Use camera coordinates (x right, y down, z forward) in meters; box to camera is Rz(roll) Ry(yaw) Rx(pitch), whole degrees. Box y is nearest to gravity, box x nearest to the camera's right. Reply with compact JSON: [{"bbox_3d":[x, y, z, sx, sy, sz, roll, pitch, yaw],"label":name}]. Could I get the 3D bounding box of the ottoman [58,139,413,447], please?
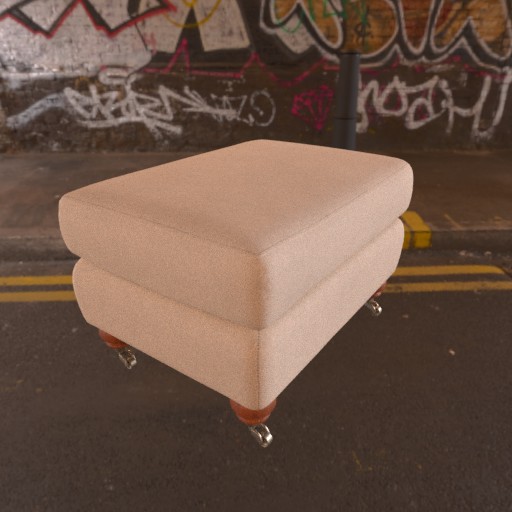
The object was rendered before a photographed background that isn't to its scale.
[{"bbox_3d":[0.000,0.000,1.178,0.569,0.499,0.773,17,30,32],"label":"ottoman"}]
